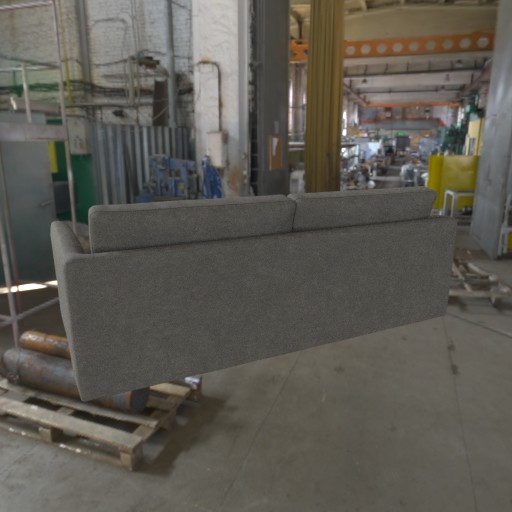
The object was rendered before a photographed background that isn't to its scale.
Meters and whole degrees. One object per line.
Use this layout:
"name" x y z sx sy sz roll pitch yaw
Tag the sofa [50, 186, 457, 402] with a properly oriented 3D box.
"sofa" 0.000 0.000 2.748 2.257 0.838 1.092 -7 16 -26
